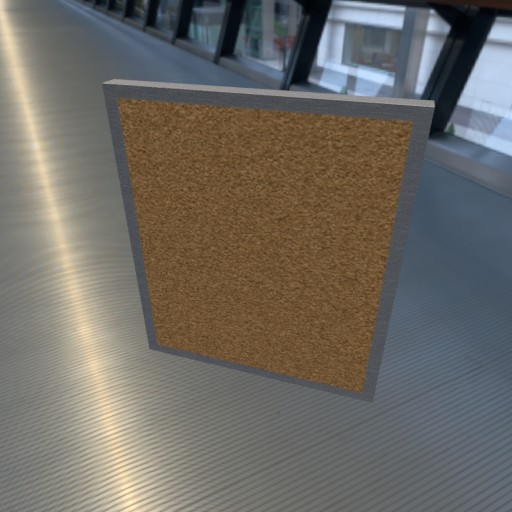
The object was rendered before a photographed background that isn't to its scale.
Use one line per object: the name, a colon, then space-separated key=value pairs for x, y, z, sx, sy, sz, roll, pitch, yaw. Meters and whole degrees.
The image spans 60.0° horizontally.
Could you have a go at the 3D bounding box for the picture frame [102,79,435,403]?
picture frame: x=0.000 y=0.000 z=0.530 sx=0.327 sy=0.378 sz=0.027 roll=10 pitch=33 yaw=15
